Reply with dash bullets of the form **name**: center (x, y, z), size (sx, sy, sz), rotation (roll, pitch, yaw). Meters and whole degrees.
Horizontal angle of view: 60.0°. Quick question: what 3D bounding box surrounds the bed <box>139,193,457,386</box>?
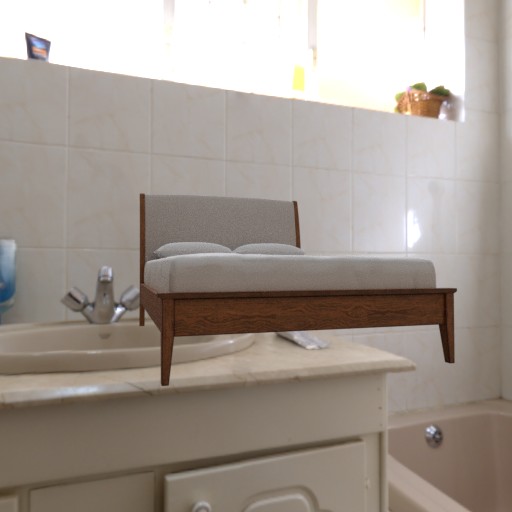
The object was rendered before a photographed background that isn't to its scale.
- **bed**: center (0.000, 0.000, 3.055), size (1.502, 1.135, 2.108), rotation (0, -2, -17)
